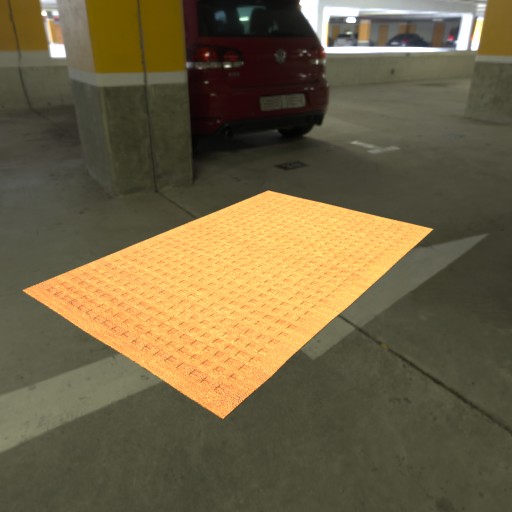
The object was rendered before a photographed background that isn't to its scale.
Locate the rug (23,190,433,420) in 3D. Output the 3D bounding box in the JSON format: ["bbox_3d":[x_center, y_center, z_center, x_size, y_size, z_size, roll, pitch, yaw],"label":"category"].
[{"bbox_3d":[0.000,0.000,2.170,1.143,0.006,1.747,19,32,34],"label":"rug"}]
